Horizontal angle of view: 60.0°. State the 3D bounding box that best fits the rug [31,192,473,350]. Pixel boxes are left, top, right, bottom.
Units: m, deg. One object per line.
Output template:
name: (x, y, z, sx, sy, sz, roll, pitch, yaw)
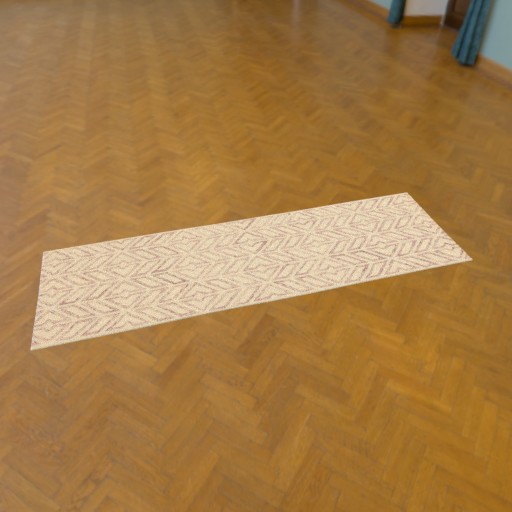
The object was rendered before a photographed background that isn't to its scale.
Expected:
rug: (0.000, 0.000, 2.629, 2.435, 0.009, 0.750, -10, 42, -12)
